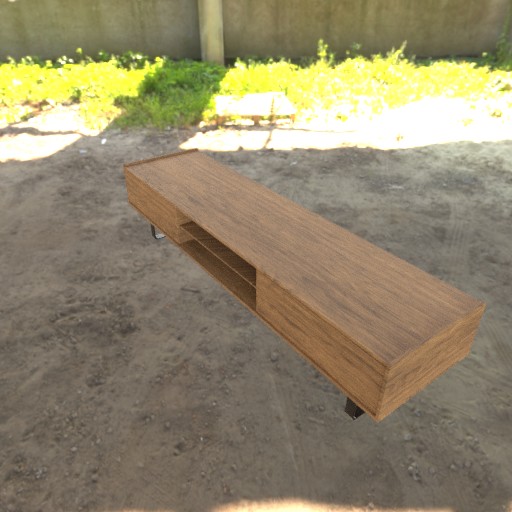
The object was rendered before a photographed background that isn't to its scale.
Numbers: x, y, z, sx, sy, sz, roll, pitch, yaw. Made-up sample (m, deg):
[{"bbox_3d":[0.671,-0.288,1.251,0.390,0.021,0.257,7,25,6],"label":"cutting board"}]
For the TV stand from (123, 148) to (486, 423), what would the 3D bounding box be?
[{"bbox_3d":[0.000,0.000,1.975,0.467,0.415,1.796,-21,38,-30],"label":"TV stand"}]
